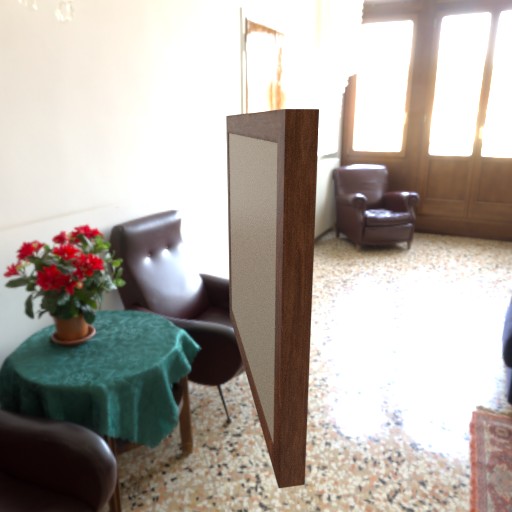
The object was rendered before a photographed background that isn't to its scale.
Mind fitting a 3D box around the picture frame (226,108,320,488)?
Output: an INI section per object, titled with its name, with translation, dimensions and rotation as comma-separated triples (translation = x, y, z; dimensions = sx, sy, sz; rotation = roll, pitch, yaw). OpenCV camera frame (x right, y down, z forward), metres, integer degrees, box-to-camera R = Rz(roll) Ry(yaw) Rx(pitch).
[picture frame]
translation = 0.000, 0.000, 0.540
dimensions = 0.025, 0.330, 0.381
rotation = -3, 17, -10
